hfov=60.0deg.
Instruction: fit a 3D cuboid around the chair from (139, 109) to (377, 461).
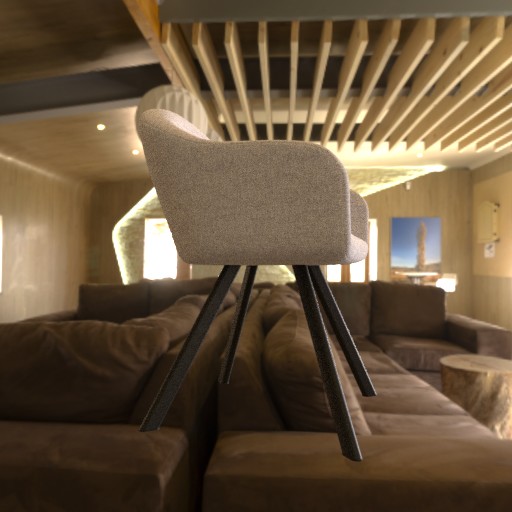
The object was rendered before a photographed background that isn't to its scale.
[{"bbox_3d":[0.000,0.000,1.141,0.570,0.780,0.540,0,-1,19],"label":"chair"}]
